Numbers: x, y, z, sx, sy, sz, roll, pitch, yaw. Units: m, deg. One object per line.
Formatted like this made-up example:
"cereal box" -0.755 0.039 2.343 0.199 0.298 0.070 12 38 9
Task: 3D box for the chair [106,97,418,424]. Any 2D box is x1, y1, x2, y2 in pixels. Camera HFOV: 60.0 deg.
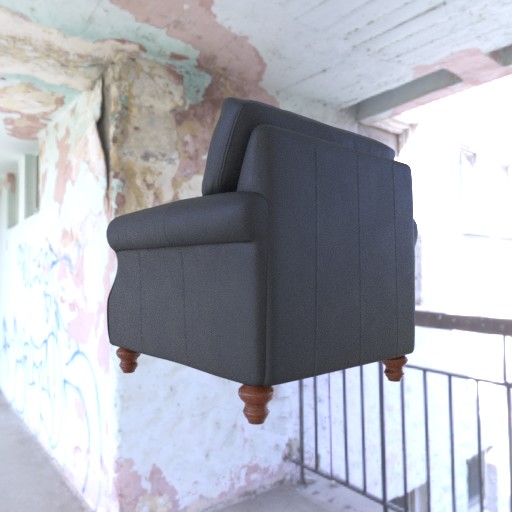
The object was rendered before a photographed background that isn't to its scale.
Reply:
"chair" 0.000 0.000 1.789 1.015 0.960 1.027 1 -2 -36
